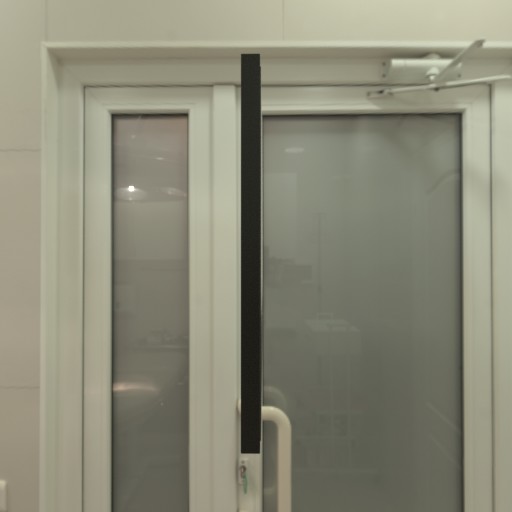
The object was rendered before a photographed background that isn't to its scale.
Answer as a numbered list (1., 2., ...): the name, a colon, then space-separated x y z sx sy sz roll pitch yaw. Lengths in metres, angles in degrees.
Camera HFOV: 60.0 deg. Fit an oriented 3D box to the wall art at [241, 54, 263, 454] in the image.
1. wall art: 0.000 0.000 0.823 0.022 0.446 0.659 0 -1 1
